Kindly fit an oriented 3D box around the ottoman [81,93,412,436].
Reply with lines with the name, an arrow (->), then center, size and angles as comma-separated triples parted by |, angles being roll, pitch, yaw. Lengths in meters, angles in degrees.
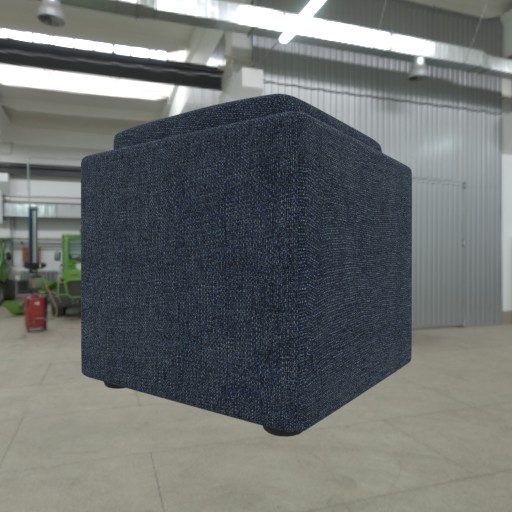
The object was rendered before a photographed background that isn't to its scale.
ottoman -> 0.000, 0.000, 0.826 | 0.450, 0.460, 0.450 | 0, 0, 36
